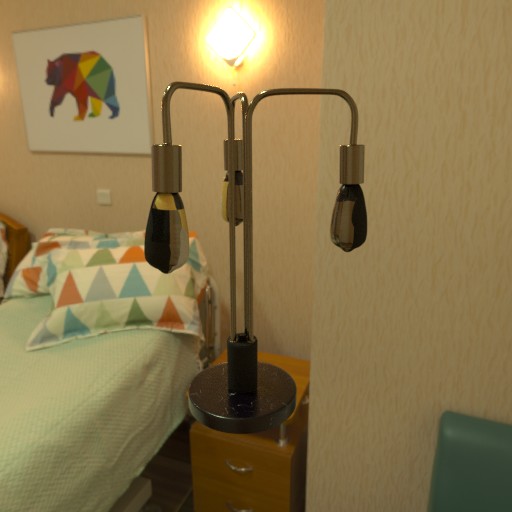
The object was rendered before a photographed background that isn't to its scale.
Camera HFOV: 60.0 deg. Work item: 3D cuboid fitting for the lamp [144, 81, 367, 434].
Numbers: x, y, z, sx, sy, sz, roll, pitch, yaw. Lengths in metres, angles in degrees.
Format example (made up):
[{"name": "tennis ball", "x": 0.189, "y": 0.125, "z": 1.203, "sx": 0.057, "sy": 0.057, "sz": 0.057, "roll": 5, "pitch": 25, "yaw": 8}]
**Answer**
[{"name": "lamp", "x": 0.000, "y": 0.000, "z": 0.796, "sx": 0.355, "sy": 0.560, "sz": 0.368, "roll": -2, "pitch": 16, "yaw": -8}]
